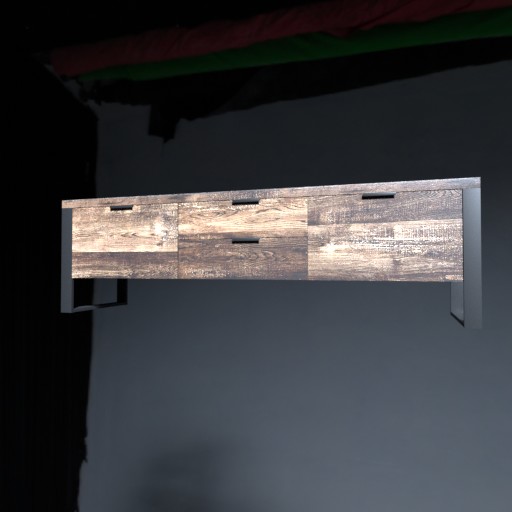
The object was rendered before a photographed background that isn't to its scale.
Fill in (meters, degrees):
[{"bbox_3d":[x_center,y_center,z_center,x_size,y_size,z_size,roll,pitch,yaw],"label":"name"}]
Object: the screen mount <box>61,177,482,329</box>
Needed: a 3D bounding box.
[{"bbox_3d":[0.000,0.000,1.726,1.524,0.450,0.395,0,-1,18],"label":"screen mount"}]
